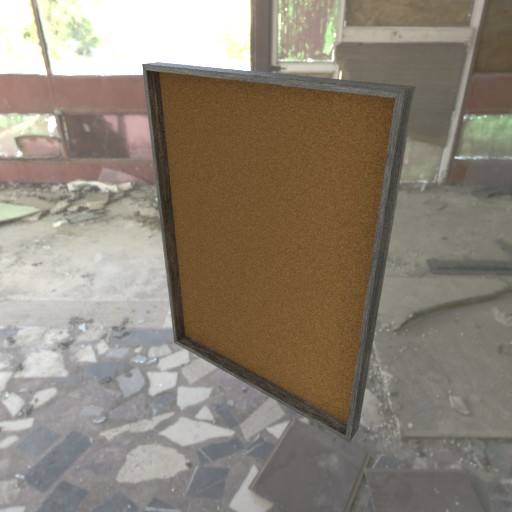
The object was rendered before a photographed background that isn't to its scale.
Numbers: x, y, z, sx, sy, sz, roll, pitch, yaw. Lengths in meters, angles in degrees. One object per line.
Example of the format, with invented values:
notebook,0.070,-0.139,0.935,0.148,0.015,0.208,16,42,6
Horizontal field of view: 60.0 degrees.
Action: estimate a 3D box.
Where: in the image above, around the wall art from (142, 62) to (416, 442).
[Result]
wall art,0.000,0.000,1.323,0.762,1.016,0.063,20,35,32
